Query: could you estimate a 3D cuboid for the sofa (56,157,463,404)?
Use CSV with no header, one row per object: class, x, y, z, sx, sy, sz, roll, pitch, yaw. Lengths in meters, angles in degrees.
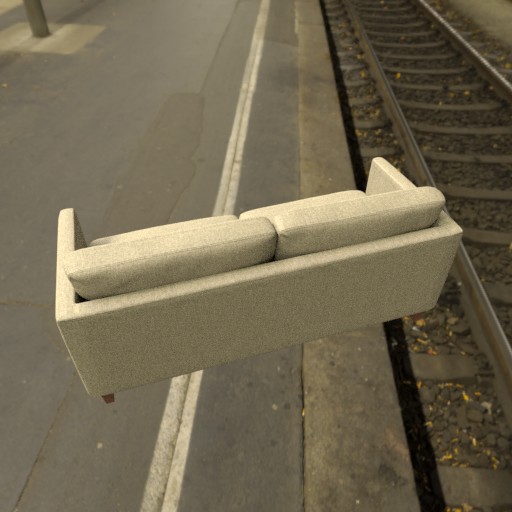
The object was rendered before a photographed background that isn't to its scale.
sofa,0.000,0.000,2.752,2.208,0.960,0.956,-12,42,-13
